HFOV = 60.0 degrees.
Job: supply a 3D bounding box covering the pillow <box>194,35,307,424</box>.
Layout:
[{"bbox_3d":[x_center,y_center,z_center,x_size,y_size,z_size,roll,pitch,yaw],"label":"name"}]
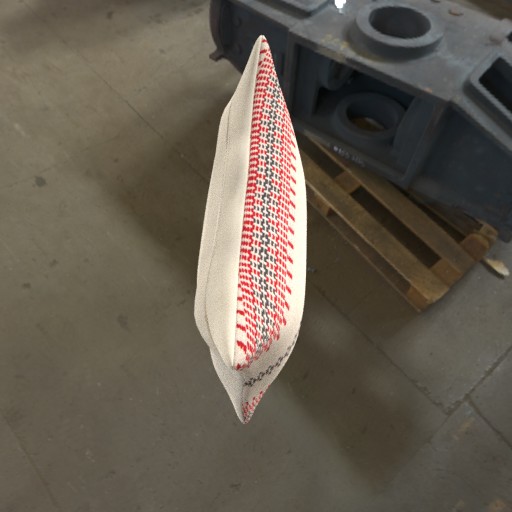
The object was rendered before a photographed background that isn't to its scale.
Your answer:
[{"bbox_3d":[0.000,0.000,0.716,0.160,0.454,0.463,3,63,2],"label":"pillow"}]
